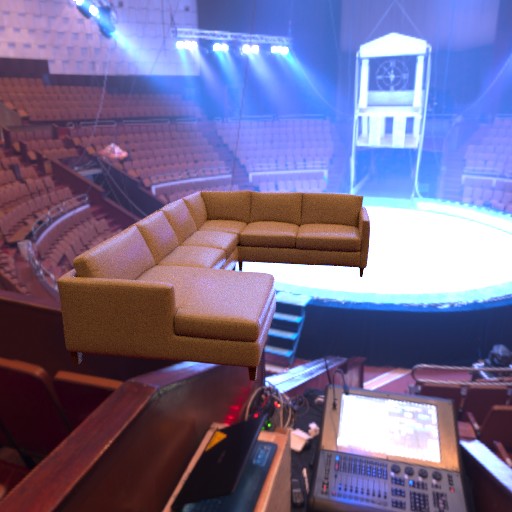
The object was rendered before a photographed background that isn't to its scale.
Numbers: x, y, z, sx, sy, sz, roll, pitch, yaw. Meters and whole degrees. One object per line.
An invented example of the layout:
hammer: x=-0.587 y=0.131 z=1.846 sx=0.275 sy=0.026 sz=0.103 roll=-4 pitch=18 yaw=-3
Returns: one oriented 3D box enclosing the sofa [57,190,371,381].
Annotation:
sofa: x=0.000 y=0.000 z=4.879 sx=2.594 sy=0.961 sz=3.460 roll=3 pitch=18 yaw=9
